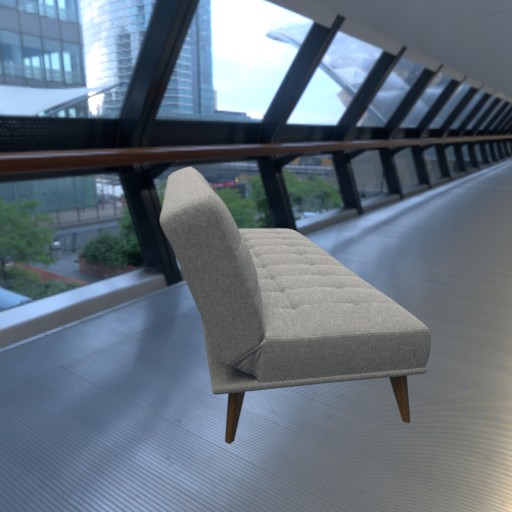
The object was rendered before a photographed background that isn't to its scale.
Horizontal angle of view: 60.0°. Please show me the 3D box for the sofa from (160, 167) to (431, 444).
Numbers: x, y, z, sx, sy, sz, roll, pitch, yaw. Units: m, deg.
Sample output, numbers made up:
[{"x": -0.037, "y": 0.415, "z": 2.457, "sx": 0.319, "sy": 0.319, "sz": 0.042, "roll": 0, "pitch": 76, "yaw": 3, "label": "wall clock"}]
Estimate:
[{"x": 0.000, "y": 0.000, "z": 2.225, "sx": 0.860, "sy": 0.810, "sz": 1.800, "roll": -3, "pitch": 14, "yaw": -10, "label": "sofa"}]
